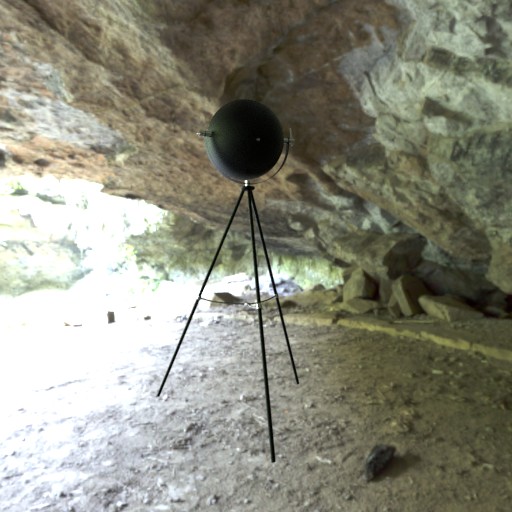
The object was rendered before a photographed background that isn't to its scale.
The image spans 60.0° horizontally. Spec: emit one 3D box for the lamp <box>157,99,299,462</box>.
[{"bbox_3d":[0.000,0.000,2.077,0.817,1.512,0.920,0,0,-19],"label":"lamp"}]
